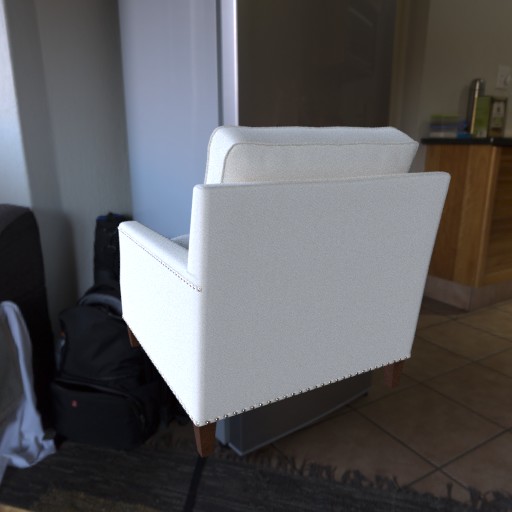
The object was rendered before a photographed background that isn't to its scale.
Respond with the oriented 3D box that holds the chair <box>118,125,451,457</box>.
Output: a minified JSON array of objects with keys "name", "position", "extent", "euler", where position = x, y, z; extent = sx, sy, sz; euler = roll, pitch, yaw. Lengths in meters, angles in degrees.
[{"name":"chair","position":[0.000,0.000,1.699],"extent":[0.853,0.943,1.014],"euler":[-8,17,-28]}]
